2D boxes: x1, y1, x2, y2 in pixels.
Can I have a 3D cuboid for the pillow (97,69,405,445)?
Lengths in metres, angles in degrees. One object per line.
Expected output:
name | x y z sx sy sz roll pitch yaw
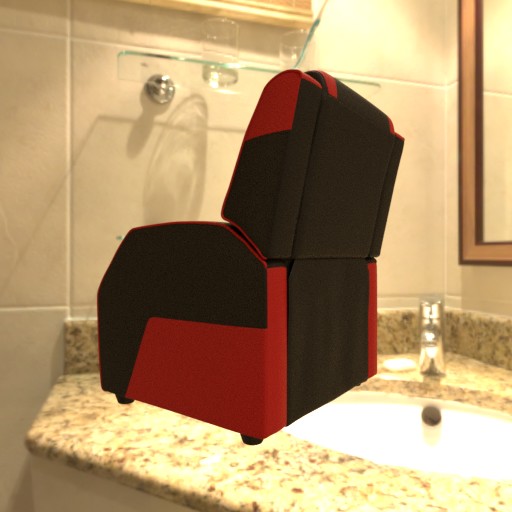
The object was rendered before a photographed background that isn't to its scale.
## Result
pillow | 0.000 0.000 1.281 0.672 0.805 0.620 0 0 36
